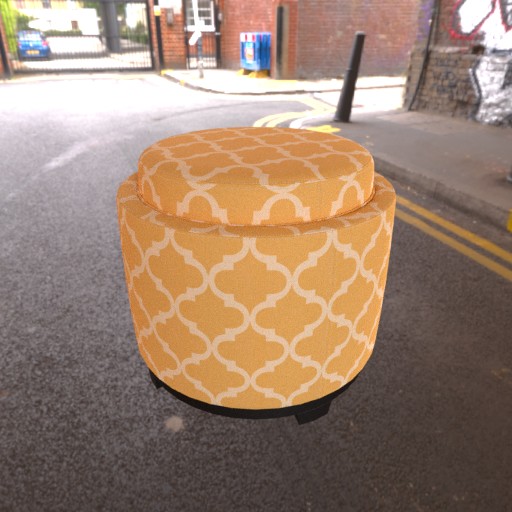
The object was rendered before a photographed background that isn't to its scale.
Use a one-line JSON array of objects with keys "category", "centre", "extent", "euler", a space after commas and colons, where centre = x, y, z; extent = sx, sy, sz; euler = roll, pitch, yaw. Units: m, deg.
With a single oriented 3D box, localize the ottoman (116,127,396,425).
[{"category": "ottoman", "centre": [0.000, 0.000, 0.840], "extent": [0.480, 0.429, 0.480], "euler": [0, 27, 0]}]
